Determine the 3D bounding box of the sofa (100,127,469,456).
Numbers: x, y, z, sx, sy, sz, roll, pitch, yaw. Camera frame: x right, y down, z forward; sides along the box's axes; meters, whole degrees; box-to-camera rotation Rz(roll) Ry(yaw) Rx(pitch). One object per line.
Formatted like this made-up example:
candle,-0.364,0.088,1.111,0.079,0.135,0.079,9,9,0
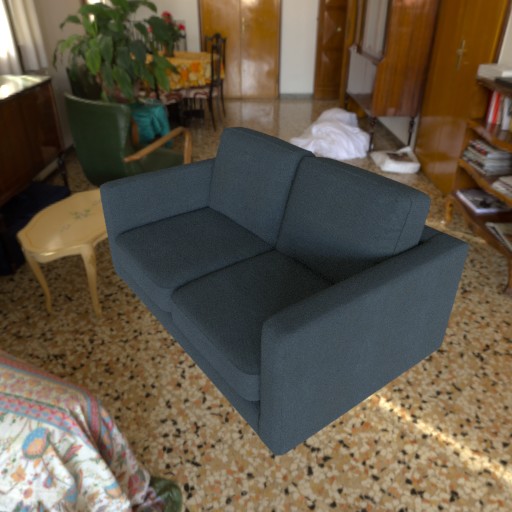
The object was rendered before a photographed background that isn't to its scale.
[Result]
sofa,0.000,0.000,2.147,0.999,0.930,1.518,-21,36,-31
